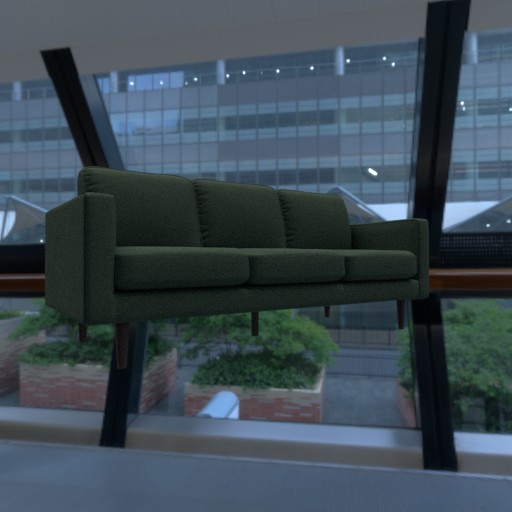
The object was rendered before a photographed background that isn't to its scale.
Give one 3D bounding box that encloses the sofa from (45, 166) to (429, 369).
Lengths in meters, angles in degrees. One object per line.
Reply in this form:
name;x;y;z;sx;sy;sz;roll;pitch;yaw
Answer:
sofa;0.000;0.000;2.487;2.029;0.899;0.879;0;0;-34
